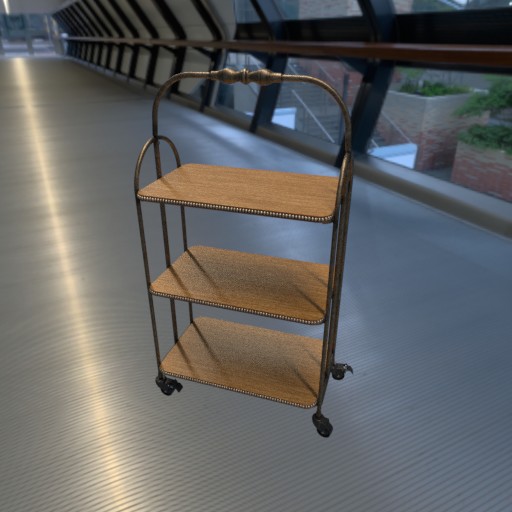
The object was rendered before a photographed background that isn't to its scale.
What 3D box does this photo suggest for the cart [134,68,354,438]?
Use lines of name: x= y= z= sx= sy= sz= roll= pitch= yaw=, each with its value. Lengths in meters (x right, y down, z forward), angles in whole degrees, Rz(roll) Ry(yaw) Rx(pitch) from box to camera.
cart: x=0.000 y=0.000 z=1.346 sx=0.650 sy=1.052 sz=0.330 roll=9 pitch=29 yaw=16
